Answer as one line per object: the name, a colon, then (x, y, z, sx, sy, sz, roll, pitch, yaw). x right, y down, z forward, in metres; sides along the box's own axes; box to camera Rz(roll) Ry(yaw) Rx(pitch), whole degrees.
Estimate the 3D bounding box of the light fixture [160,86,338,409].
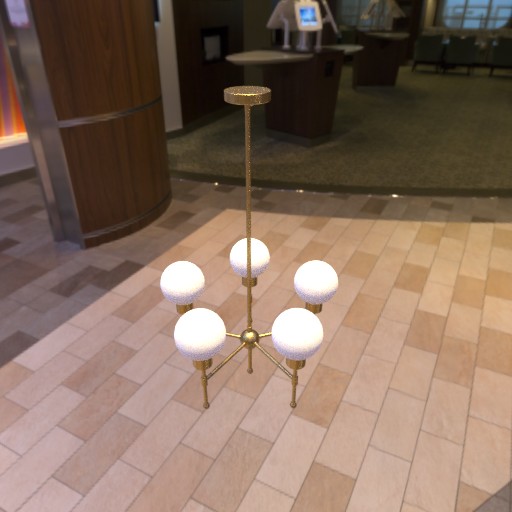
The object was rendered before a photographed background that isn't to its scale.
light fixture: (0.000, 0.000, 1.867, 0.785, 1.331, 0.815, -10, 32, -16)
